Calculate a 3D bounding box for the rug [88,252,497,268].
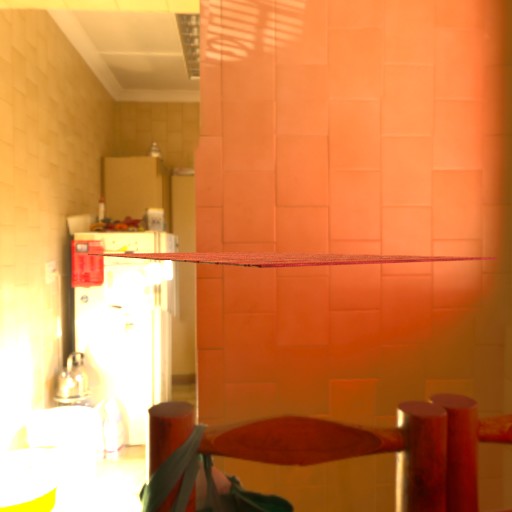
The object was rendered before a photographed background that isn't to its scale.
[{"bbox_3d":[0.000,0.000,2.271,1.223,0.008,1.817,-1,2,-35],"label":"rug"}]
